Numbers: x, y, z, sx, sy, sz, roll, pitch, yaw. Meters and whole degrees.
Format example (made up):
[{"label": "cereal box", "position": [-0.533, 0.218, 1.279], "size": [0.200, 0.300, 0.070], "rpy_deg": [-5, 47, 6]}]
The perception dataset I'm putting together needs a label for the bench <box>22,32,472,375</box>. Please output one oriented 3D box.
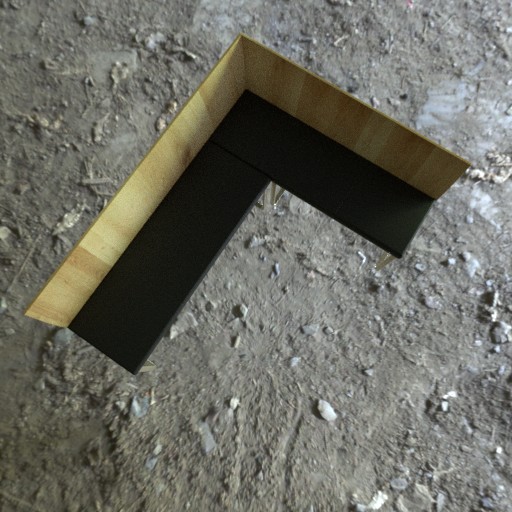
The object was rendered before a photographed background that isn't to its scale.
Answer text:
[{"label": "bench", "position": [0.000, 0.000, 2.736], "size": [1.495, 0.930, 1.945], "rpy_deg": [33, 79, 7]}]
